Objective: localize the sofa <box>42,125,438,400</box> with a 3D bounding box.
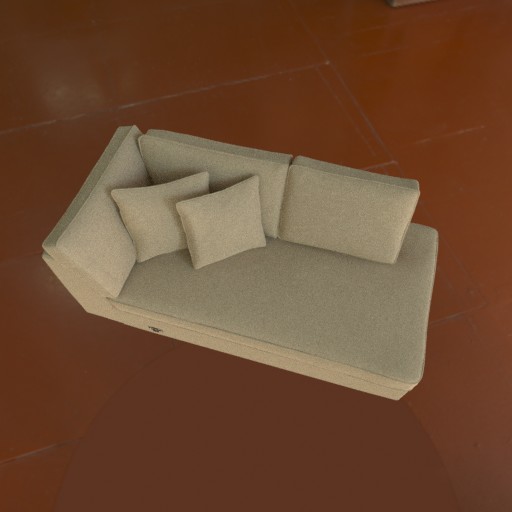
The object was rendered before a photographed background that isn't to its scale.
[{"bbox_3d":[0.000,0.000,2.839,2.237,1.033,1.110,14,60,8],"label":"sofa"}]
